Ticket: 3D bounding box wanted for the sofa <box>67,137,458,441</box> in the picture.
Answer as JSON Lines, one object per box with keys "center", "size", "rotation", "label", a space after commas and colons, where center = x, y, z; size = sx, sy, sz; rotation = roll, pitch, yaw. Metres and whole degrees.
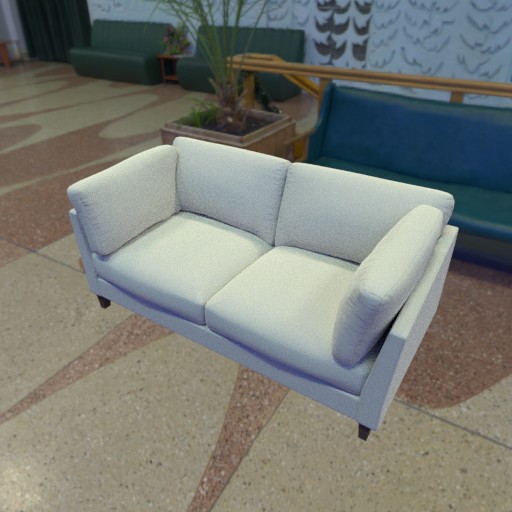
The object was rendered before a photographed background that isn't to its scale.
{"center": [0.000, 0.000, 2.312], "size": [1.776, 0.836, 0.970], "rotation": [19, 36, 28], "label": "sofa"}
